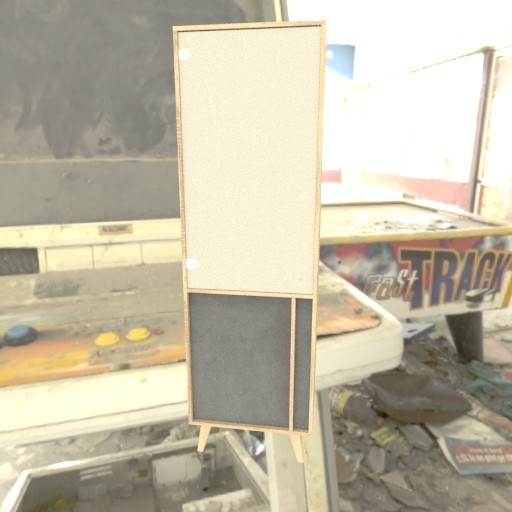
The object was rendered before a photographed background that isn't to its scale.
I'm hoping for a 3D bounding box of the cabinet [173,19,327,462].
[{"bbox_3d":[0.000,0.000,2.032,0.570,1.850,0.400,2,14,9],"label":"cabinet"}]
